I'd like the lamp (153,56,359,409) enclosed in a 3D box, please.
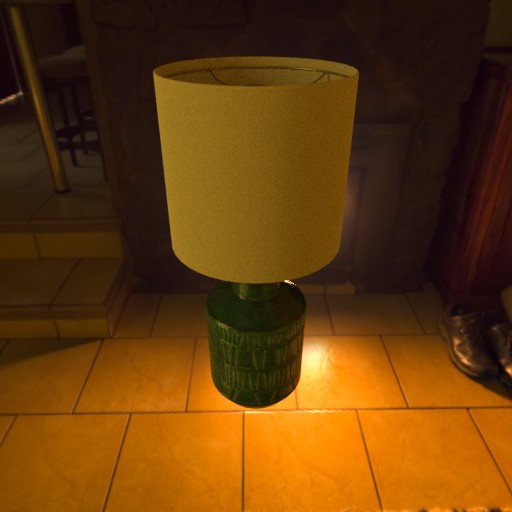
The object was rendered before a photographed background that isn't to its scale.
[{"bbox_3d":[0.000,0.000,0.579,0.211,0.455,0.211,-11,32,-18],"label":"lamp"}]
